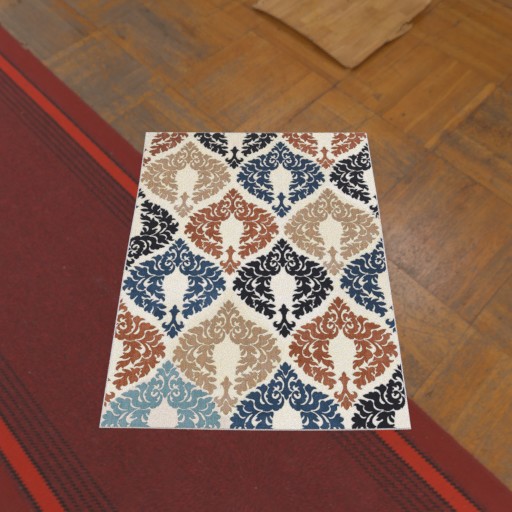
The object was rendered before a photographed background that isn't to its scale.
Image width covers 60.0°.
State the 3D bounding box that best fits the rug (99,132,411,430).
[{"bbox_3d":[0.000,0.000,4.132,2.423,0.014,3.040,0,62,0],"label":"rug"}]
